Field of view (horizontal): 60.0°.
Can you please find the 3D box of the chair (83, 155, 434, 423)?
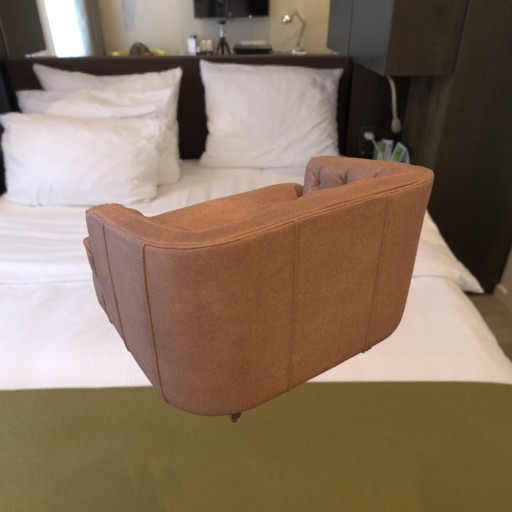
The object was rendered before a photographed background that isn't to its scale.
[{"bbox_3d":[0.000,0.000,1.743,1.118,0.787,0.914,-19,35,-29],"label":"chair"}]
